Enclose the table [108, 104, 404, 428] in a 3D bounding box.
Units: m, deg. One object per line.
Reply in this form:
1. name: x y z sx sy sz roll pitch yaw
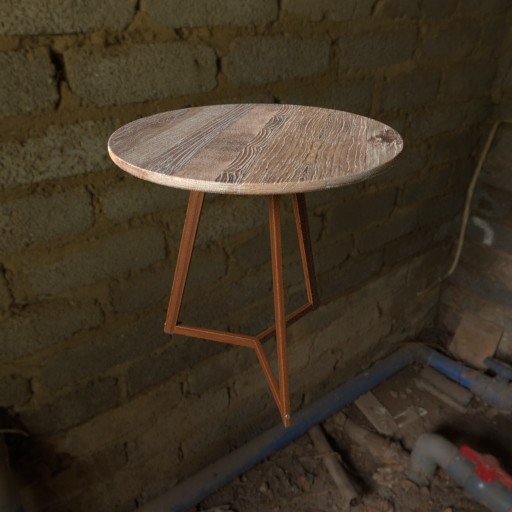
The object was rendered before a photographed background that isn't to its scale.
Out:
1. table: 0.000 0.000 0.902 0.500 0.500 0.500 0 30 0
